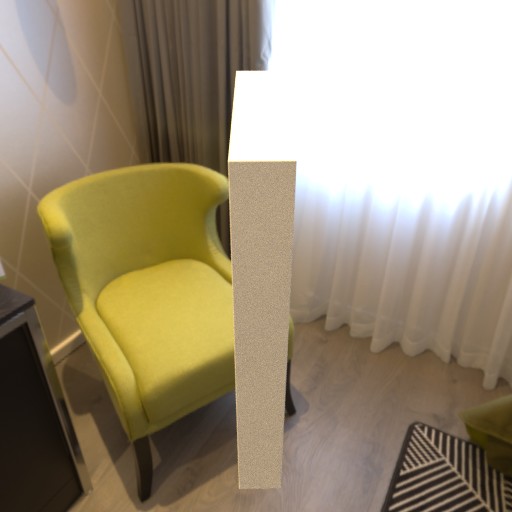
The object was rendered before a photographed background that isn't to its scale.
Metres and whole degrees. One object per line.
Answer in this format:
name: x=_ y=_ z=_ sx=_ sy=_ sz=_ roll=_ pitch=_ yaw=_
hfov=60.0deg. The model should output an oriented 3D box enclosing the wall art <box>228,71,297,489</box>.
wall art: x=0.000 y=0.000 z=0.450 sx=0.038 sy=0.305 sz=0.305 roll=-1 pitch=31 yaw=-1
